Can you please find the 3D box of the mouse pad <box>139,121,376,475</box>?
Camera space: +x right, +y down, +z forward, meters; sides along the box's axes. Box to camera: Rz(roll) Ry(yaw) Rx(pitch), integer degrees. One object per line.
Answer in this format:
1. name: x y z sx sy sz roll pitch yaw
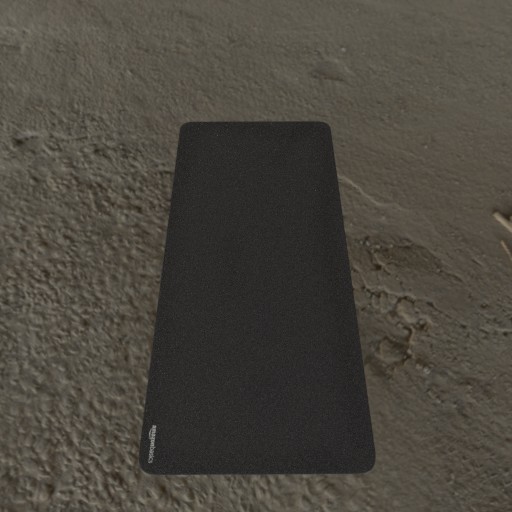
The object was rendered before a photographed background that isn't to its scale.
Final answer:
1. mouse pad: 0.000 0.000 1.019 0.424 0.003 0.907 0 57 0
